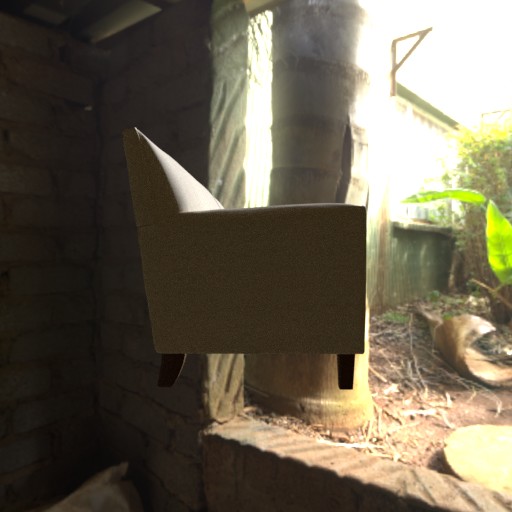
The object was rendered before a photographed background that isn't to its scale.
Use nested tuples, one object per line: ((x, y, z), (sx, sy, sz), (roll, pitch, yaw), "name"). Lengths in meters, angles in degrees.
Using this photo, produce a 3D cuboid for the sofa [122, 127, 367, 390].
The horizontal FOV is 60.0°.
((0.000, 0.000, 2.458), (0.841, 0.907, 2.001), (0, 1, 2), "sofa")
